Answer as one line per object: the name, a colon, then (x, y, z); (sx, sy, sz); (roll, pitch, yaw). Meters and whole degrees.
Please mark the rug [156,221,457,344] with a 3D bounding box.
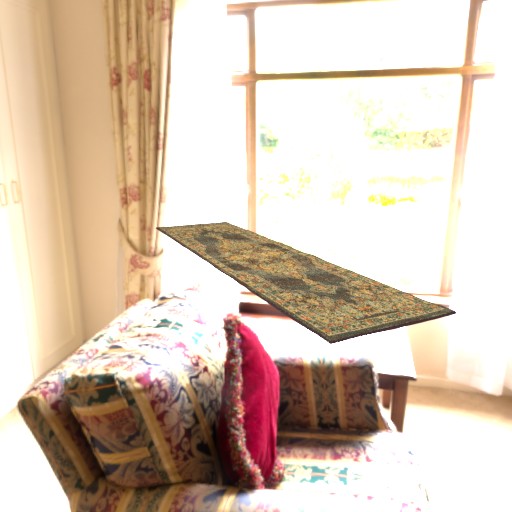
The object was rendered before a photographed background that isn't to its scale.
rug: (0.000, 0.000, 2.575); (0.602, 0.016, 2.283); (-7, 16, -26)
